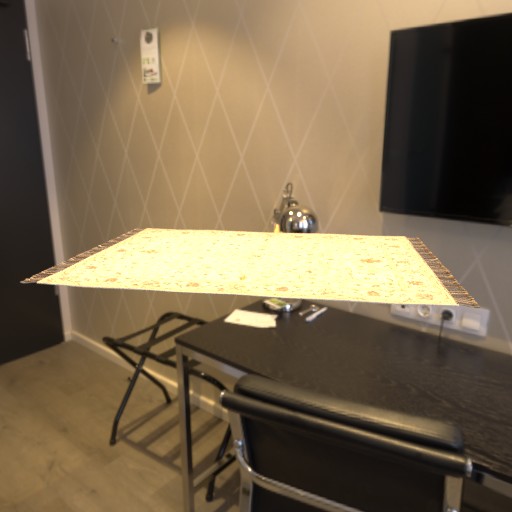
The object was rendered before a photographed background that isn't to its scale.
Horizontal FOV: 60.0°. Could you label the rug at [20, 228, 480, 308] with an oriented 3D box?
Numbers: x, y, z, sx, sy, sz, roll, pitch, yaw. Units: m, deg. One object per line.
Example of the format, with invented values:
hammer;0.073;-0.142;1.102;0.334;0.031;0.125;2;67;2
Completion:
rug;0.000;0.000;2.332;1.861;0.017;1.218;2;15;9
